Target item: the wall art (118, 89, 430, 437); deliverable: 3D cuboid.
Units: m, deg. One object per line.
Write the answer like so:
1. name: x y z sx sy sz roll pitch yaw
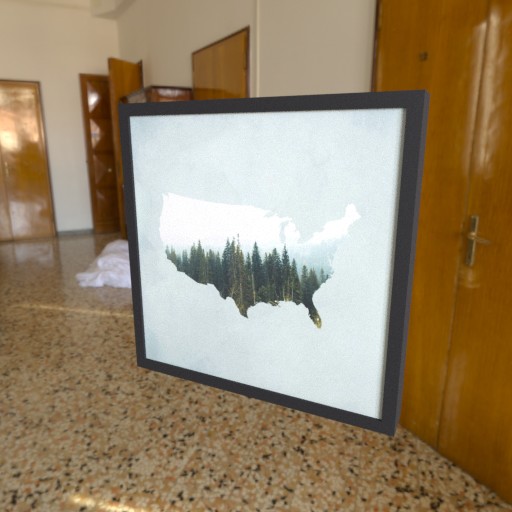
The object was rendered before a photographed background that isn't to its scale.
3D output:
1. wall art: 0.000 0.000 0.455 0.304 0.304 0.038 7 16 25
